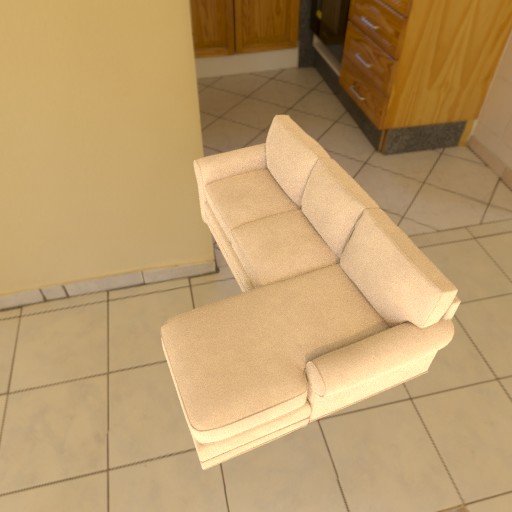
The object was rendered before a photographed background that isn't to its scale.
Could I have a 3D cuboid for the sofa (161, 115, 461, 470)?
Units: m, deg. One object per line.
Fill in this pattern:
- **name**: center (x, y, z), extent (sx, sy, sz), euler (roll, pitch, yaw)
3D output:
- **sofa**: center (0.000, 0.000, 2.410), extent (1.226, 0.734, 1.770), euler (-17, 48, -16)
